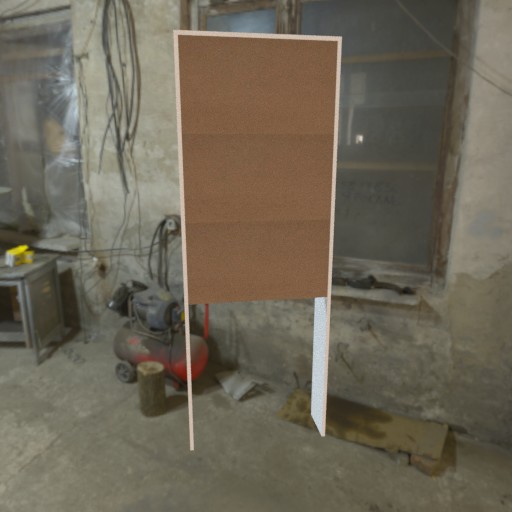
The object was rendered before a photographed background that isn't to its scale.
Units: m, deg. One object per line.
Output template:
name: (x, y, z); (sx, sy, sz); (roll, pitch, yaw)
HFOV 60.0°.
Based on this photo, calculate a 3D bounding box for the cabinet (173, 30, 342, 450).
cabinet: (0.000, 0.000, 1.969); (0.643, 1.770, 0.192); (-2, 14, -9)
